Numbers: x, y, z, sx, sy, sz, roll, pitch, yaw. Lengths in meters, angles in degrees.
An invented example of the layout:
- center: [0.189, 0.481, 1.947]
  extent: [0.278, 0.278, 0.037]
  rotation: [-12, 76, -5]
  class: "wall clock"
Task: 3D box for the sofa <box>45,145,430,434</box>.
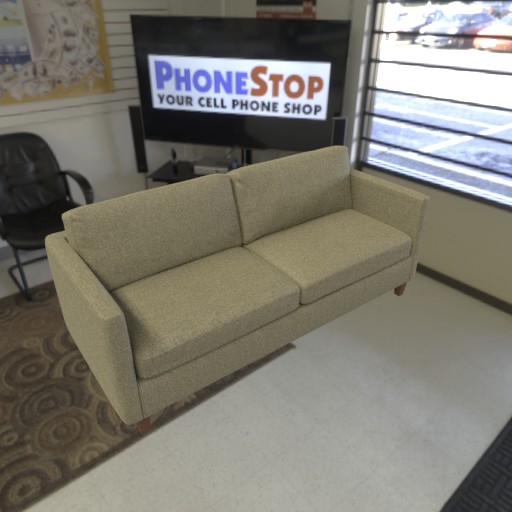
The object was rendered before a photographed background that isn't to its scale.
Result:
- center: [0.000, 0.000, 2.774]
  extent: [2.208, 0.960, 0.956]
  rotation: [-20, 36, -31]
  class: "sofa"
